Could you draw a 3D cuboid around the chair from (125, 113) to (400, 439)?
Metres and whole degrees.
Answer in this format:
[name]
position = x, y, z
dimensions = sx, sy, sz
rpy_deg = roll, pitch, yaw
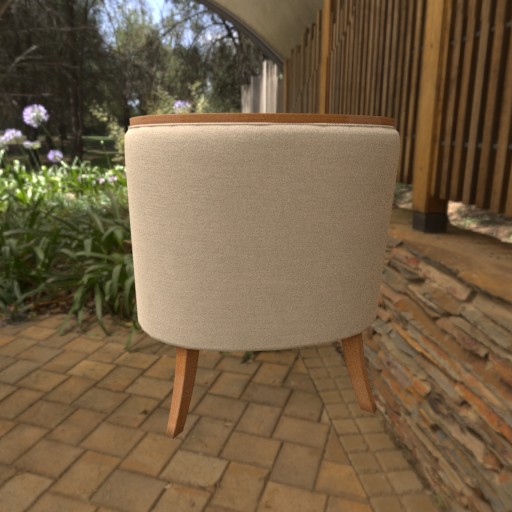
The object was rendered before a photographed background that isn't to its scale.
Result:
[chair]
position = 0.000, 0.000, 1.341
dimensions = 0.711, 0.775, 0.757
rpy_deg = -3, 14, -11
